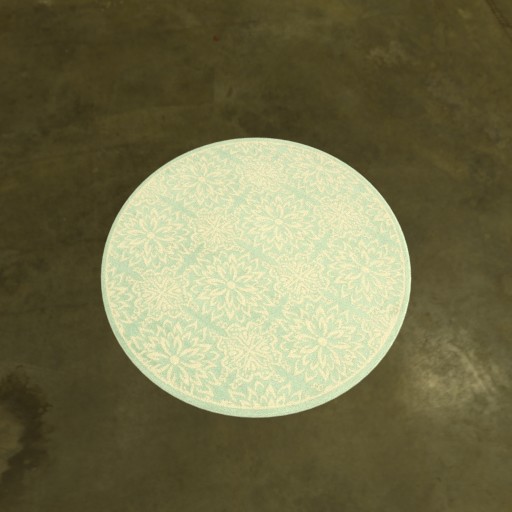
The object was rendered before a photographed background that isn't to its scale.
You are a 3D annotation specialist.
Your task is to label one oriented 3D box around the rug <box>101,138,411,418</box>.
[{"bbox_3d":[0.000,0.000,2.305,1.593,0.012,1.593,0,63,0],"label":"rug"}]
